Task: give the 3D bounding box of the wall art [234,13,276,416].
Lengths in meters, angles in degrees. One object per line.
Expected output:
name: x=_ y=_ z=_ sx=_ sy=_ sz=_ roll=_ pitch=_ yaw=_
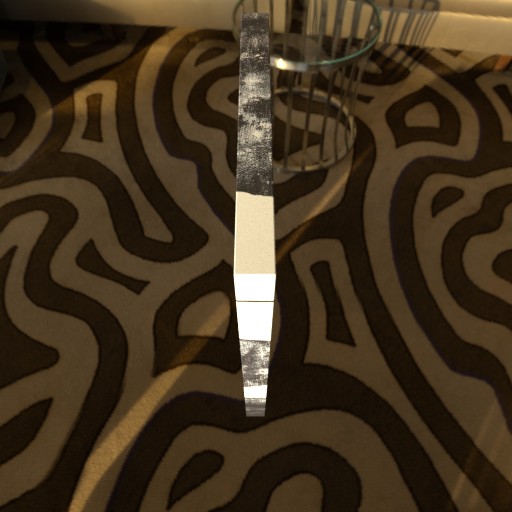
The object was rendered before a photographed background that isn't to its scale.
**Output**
wall art: x=0.000 y=0.000 z=0.760 sx=0.039 sy=0.610 sz=0.407 roll=0 pitch=59 yaw=0
